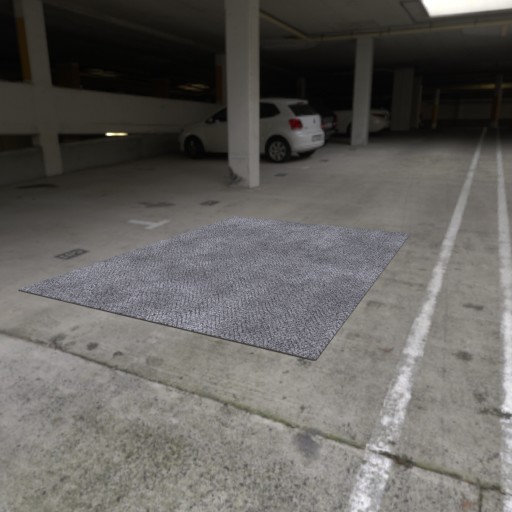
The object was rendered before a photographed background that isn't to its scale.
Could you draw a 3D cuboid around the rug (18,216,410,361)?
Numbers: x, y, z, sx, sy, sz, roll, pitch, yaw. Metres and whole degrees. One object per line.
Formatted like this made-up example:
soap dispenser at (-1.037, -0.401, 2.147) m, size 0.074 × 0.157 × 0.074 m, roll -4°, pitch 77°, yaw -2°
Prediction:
rug at (0.000, 0.000, 2.874) m, size 1.600 × 0.008 × 2.235 m, roll 8°, pitch 18°, yaw 26°
